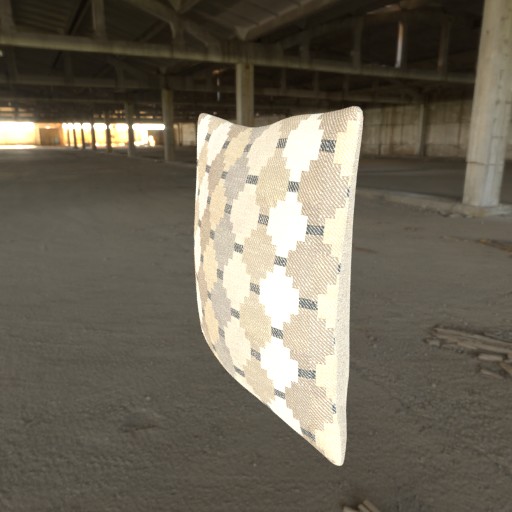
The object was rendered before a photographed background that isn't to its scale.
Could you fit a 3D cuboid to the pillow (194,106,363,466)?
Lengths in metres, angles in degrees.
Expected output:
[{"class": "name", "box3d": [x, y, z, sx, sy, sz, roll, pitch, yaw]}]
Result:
[{"class": "pillow", "box3d": [0.000, 0.000, 0.873, 0.192, 0.558, 0.578, -8, 17, -27]}]
